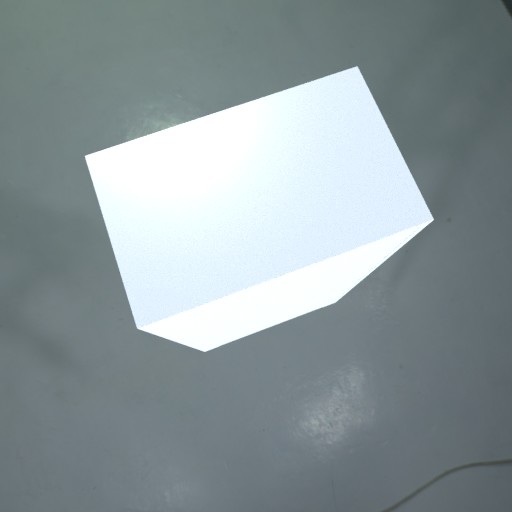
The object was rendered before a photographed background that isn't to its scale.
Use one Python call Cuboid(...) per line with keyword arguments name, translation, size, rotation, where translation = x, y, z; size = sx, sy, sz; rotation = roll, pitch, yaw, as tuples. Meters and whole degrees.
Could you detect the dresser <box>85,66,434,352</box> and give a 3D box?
Cuboid(name="dresser", translation=(0.000, 0.000, 1.526), size=(0.650, 1.190, 0.400), rotation=(-20, 77, -5))
